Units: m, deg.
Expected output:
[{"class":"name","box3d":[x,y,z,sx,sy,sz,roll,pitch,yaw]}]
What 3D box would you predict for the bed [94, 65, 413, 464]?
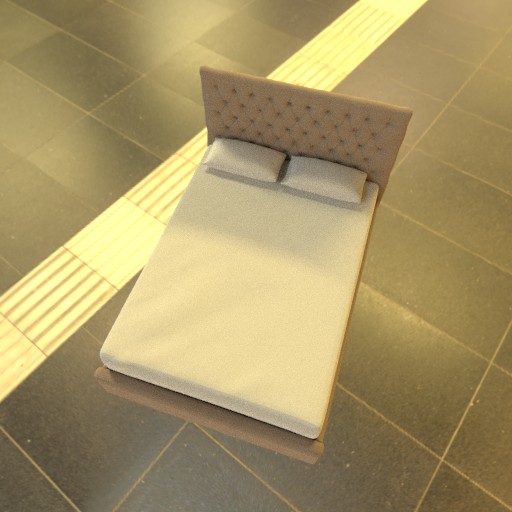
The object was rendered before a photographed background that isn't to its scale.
[{"class":"bed","box3d":[0.000,0.000,3.407,1.698,1.427,2.387,16,59,10]}]
